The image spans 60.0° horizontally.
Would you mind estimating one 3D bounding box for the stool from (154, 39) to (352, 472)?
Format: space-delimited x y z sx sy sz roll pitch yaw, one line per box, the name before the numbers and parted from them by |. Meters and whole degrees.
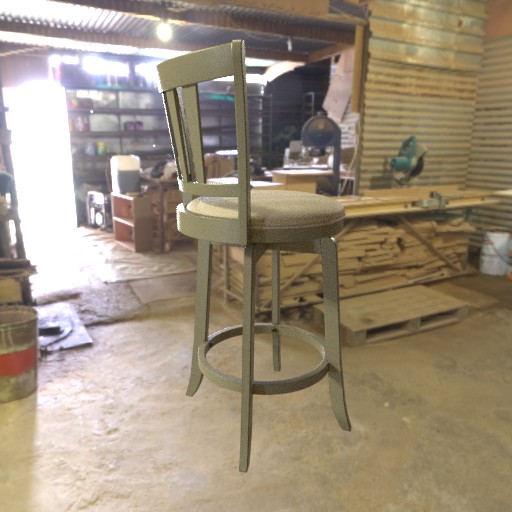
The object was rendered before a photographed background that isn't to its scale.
stool | 0.000 0.000 1.225 0.486 0.994 0.450 -8 17 -28
